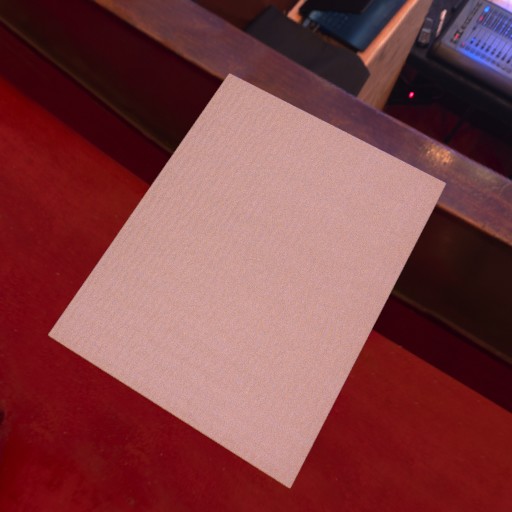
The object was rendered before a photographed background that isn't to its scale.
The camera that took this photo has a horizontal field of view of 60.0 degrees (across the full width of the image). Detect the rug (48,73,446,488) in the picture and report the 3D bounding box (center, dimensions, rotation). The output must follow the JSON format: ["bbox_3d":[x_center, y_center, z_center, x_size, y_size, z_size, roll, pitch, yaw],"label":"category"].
[{"bbox_3d":[0.000,0.000,4.035,2.410,0.021,3.055,29,77,7],"label":"rug"}]
